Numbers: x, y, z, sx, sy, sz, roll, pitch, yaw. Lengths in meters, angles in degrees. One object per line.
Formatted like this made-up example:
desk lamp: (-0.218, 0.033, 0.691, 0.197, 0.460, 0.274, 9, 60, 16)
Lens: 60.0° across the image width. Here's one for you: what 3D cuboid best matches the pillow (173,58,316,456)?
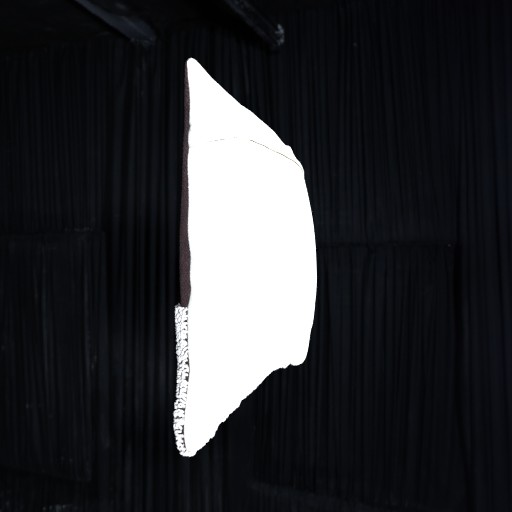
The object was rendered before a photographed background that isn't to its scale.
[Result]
pillow: (0.000, 0.000, 0.732, 0.178, 0.473, 0.475, 0, 0, 20)
